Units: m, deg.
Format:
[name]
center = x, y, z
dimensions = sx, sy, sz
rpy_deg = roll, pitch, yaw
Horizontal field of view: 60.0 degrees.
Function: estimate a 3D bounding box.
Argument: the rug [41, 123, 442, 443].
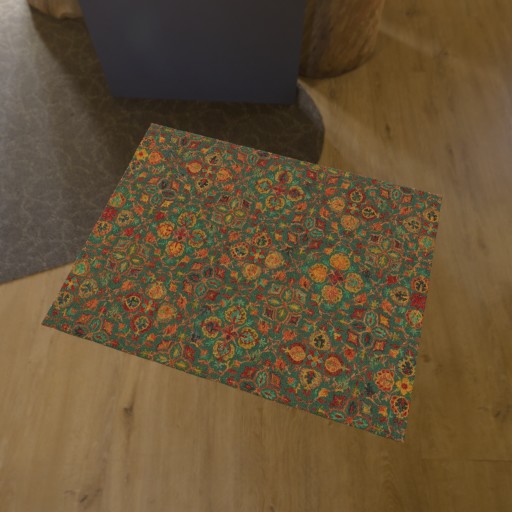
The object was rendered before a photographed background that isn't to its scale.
[rug]
center = 0.000, 0.000, 4.197
dimensions = 3.204, 0.025, 2.434
rpy_deg = 16, 65, 8
